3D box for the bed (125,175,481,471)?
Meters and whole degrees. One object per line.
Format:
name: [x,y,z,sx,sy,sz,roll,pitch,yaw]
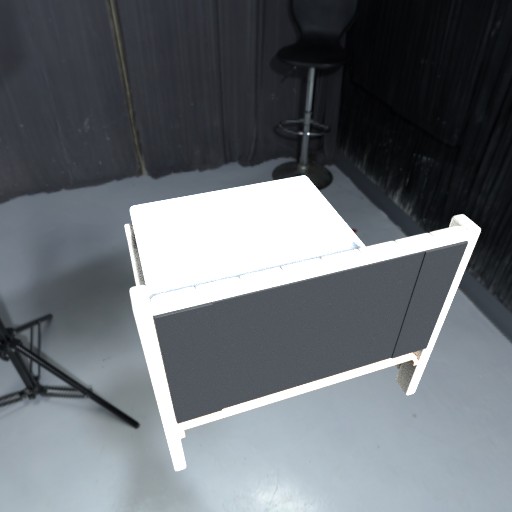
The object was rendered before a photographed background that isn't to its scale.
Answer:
bed: [0.000,0.000,3.769,2.045,1.743,2.370,-12,42,-14]
